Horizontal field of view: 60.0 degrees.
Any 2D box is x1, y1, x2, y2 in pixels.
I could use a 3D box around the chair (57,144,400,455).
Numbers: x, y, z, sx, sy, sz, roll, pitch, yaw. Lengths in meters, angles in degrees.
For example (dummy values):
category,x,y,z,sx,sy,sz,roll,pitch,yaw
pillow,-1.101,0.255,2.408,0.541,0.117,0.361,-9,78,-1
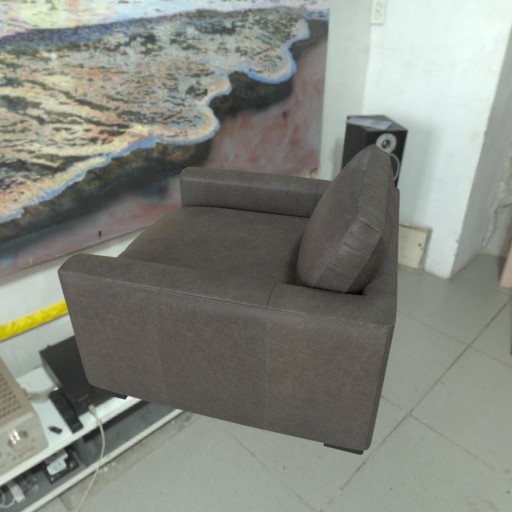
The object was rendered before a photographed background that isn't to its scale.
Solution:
category,x,y,z,sx,sy,sz,roll,pitch,yaw
chair,0.000,0.000,1.818,1.080,0.807,1.106,8,31,14
